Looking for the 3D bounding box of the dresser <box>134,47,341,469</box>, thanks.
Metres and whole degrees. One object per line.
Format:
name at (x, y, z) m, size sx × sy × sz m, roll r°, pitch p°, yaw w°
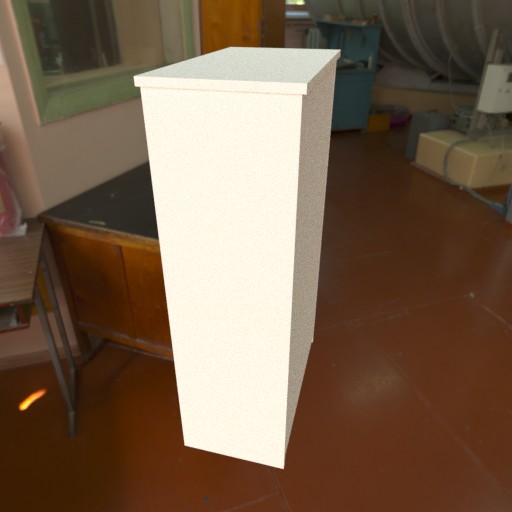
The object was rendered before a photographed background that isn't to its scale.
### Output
dresser at (0.000, 0.000, 1.543) m, size 0.399 × 1.255 × 0.704 m, roll 8°, pitch 31°, yaw 13°
